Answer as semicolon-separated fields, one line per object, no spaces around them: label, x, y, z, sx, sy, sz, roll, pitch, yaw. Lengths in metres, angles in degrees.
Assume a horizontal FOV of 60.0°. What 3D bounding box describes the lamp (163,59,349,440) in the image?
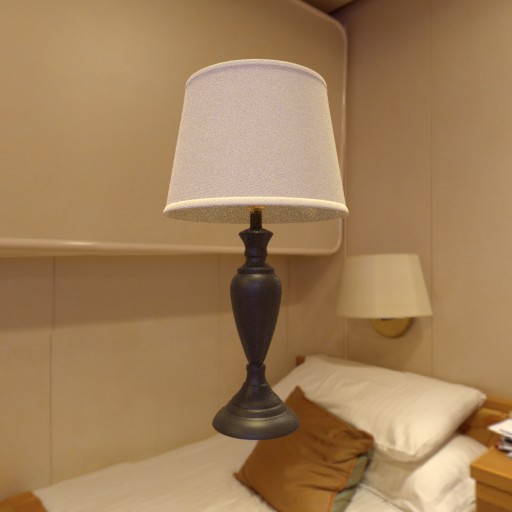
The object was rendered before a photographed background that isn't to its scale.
lamp;0.000;0.000;0.815;0.335;0.611;0.335;0;-1;0
